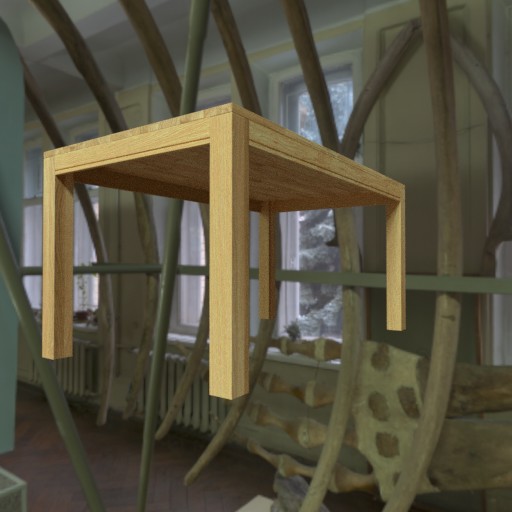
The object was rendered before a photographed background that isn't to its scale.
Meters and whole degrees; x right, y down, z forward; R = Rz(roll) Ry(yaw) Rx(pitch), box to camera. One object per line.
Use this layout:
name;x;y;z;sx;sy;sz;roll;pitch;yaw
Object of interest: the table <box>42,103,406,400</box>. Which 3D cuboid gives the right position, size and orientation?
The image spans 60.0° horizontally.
table;0.000;0.000;2.018;0.900;0.770;1.500;-1;-1;35
